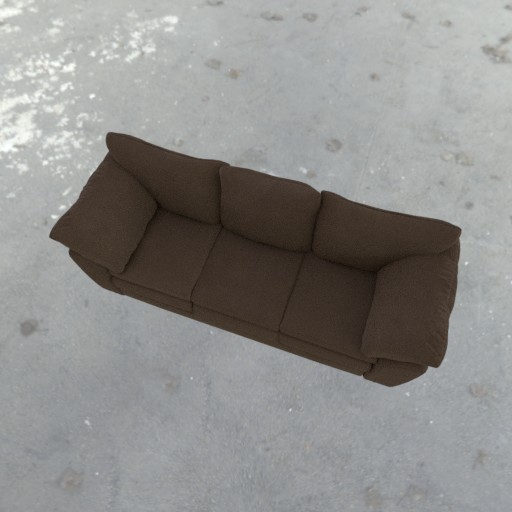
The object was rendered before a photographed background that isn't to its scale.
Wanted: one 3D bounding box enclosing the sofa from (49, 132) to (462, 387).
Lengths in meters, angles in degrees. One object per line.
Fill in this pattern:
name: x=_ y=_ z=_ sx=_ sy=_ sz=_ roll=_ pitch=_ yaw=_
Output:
sofa: x=0.000 y=0.000 z=2.844 sx=2.336 sy=1.015 sz=0.878 roll=17 pitch=60 yaw=10
